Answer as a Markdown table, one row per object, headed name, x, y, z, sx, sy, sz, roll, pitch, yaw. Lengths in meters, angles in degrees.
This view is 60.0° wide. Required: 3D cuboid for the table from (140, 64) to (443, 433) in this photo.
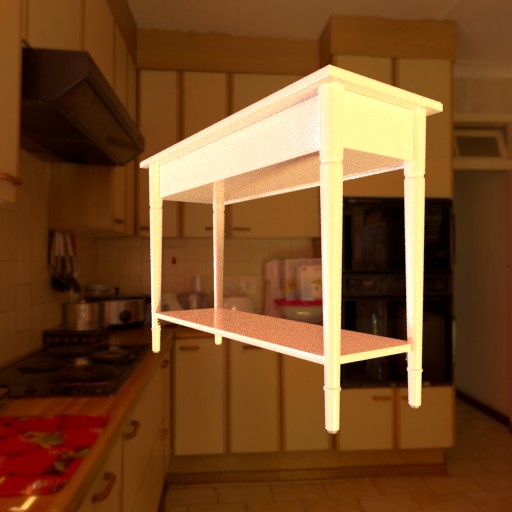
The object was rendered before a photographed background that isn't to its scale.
| name | x | y | z | sx | sy | sz | roll | pitch | yaw |
| --- | --- | --- | --- | --- | --- | --- | --- | --- | --- |
| table | 0.000 | 0.000 | 1.418 | 0.381 | 0.749 | 1.067 | 0 | -1 | -34 |
